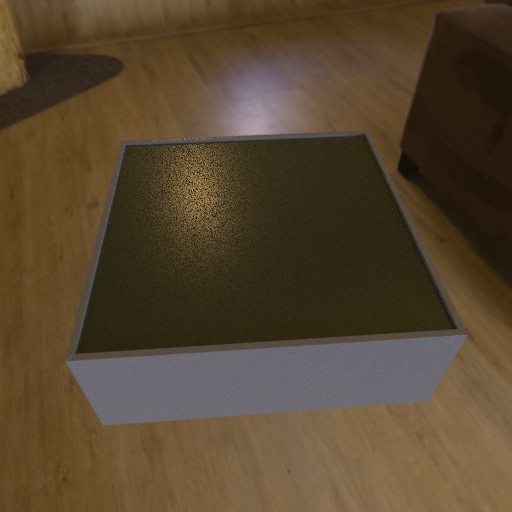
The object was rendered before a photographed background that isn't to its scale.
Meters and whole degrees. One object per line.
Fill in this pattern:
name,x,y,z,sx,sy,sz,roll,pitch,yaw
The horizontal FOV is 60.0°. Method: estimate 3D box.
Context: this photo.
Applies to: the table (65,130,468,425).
table,0.000,0.000,1.262,0.801,0.299,0.801,-3,46,-3
